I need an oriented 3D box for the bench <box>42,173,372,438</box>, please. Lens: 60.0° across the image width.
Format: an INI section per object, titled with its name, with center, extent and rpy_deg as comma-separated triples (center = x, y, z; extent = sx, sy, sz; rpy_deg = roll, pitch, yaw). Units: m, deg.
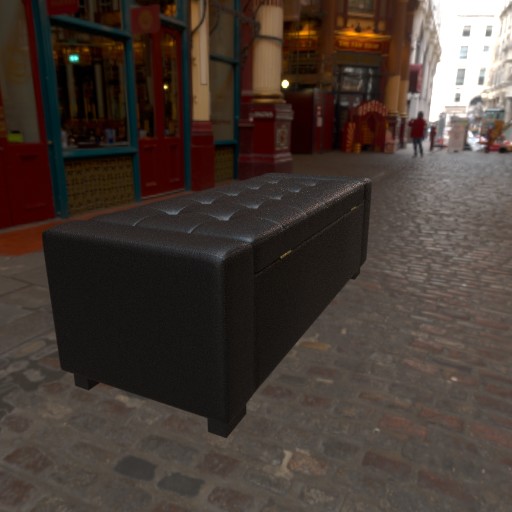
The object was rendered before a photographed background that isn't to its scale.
[bench]
center = 0.000, 0.000, 1.546
extent = 0.508, 0.445, 1.296
rpy_deg = 8, 19, 25
